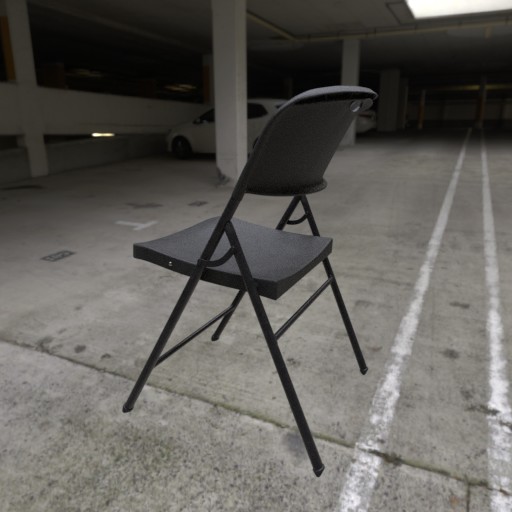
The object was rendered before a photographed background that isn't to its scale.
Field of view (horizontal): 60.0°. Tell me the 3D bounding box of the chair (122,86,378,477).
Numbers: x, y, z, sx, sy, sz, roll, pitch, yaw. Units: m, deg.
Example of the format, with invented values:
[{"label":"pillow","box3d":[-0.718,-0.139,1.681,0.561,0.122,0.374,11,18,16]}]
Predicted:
[{"label":"chair","box3d":[0.000,0.000,1.171,0.566,0.810,0.494,7,17,24]}]
